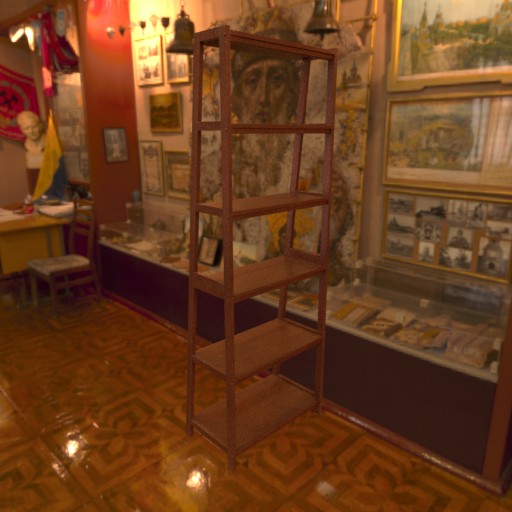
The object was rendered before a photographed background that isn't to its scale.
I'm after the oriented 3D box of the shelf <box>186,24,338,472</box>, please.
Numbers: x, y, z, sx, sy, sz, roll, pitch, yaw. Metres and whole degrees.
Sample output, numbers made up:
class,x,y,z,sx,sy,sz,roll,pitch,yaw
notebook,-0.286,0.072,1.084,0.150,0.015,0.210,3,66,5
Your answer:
class,x,y,z,sx,sy,sz,roll,pitch,yaw
shelf,0.000,0.000,2.163,0.660,1.892,0.382,-14,21,-41
